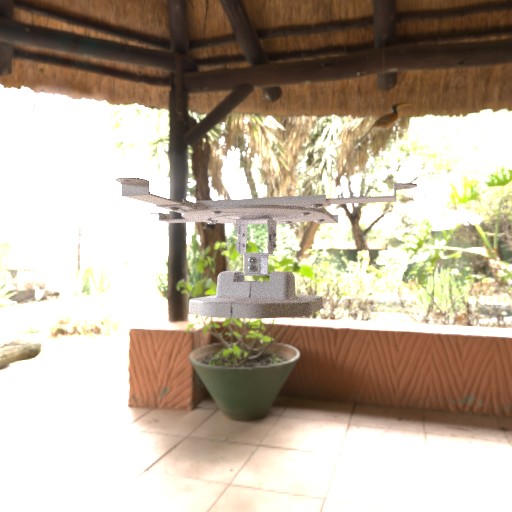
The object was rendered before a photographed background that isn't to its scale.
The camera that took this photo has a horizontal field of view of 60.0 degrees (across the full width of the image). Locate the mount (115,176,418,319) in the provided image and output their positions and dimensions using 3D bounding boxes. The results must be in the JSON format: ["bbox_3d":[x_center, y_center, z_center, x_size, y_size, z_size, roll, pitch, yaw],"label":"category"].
[{"bbox_3d":[0.000,0.000,0.580,0.394,0.141,0.394,0,-1,18],"label":"mount"}]
